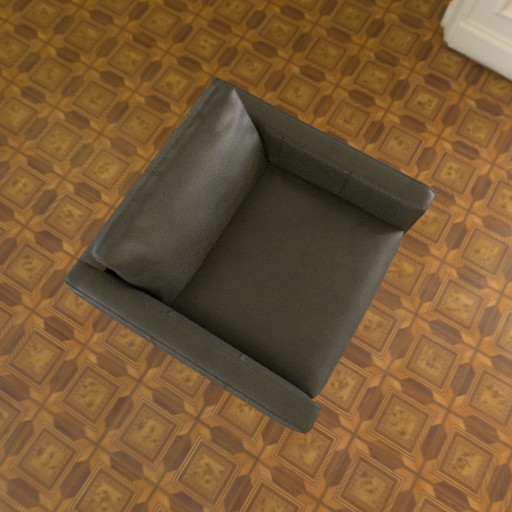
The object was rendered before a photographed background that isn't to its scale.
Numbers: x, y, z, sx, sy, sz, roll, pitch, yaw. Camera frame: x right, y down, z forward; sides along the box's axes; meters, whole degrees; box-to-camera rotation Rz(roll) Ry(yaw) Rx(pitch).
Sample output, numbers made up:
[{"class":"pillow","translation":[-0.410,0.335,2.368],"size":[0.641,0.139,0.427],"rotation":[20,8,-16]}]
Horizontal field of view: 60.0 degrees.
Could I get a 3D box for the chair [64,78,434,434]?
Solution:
[{"class":"chair","translation":[0.000,0.000,1.543],"size":[0.861,0.824,0.967],"rotation":[30,76,8]}]
